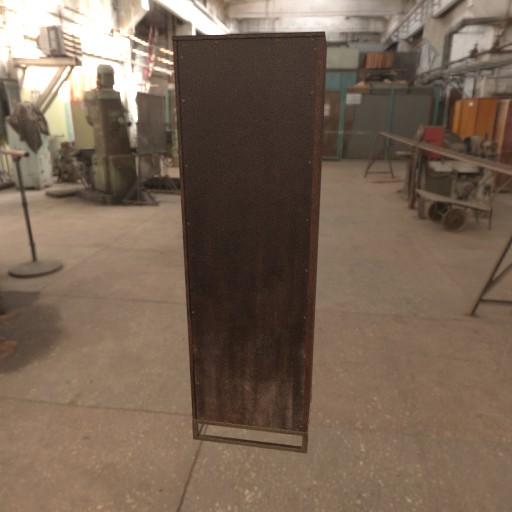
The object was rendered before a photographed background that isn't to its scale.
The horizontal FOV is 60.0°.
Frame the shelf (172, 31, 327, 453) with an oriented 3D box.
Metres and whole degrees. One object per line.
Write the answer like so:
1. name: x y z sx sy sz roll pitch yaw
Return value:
1. shelf: 0.000 0.000 1.972 0.539 1.732 0.395 3 18 9
